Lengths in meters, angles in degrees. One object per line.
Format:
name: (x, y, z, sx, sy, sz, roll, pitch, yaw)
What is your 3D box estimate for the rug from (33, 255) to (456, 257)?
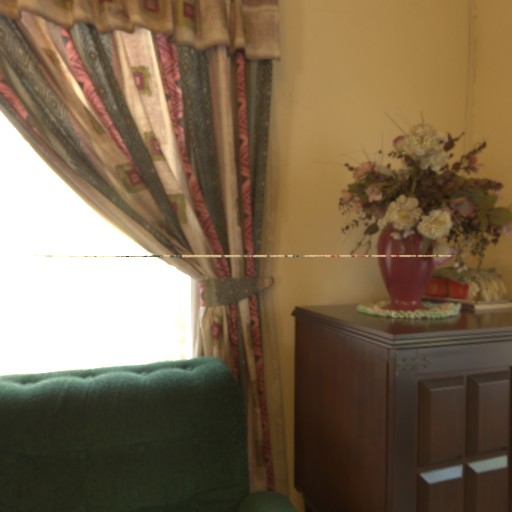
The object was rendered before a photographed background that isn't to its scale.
rug: (0.000, 0.000, 3.122, 2.584, 0.010, 1.523, 0, 0, -37)
